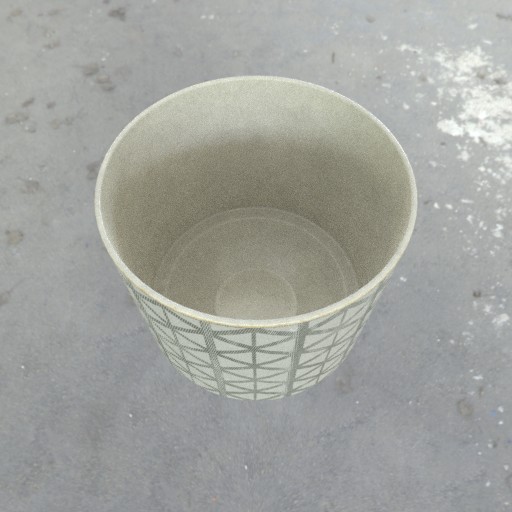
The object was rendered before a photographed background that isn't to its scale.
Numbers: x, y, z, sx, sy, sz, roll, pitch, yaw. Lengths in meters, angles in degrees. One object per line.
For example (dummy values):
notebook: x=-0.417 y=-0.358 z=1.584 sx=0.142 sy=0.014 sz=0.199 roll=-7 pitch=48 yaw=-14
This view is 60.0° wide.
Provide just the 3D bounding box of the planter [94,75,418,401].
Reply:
planter: x=0.000 y=0.000 z=0.450 sx=0.250 sy=0.239 sz=0.250 roll=0 pitch=59 yaw=0
